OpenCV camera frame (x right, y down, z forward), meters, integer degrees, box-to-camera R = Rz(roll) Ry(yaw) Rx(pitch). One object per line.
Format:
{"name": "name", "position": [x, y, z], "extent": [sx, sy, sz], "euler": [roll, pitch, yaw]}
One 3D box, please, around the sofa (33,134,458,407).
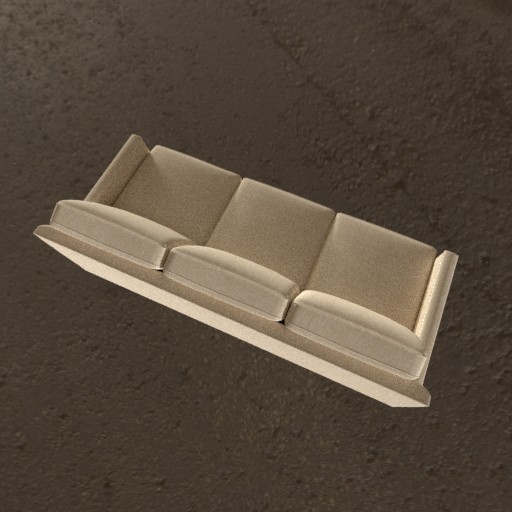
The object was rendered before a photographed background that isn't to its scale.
{"name": "sofa", "position": [0.000, 0.000, 2.728], "extent": [2.210, 0.940, 1.041], "euler": [22, 66, 10]}
